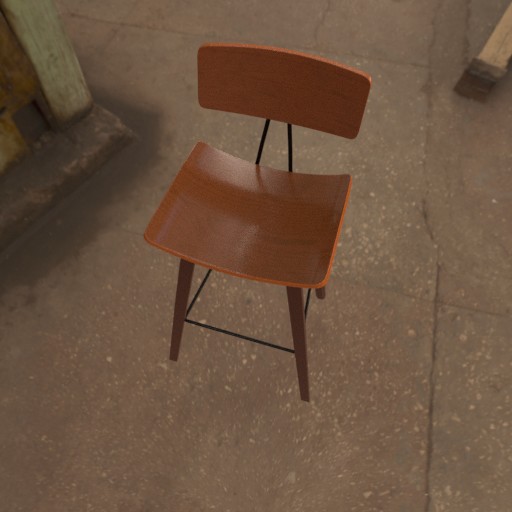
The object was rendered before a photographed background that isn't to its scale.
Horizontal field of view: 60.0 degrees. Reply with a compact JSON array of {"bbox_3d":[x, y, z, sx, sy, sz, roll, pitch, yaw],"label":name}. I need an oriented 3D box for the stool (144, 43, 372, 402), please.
[{"bbox_3d":[0.000,0.000,1.227,0.509,0.969,0.440,15,60,9],"label":"stool"}]
